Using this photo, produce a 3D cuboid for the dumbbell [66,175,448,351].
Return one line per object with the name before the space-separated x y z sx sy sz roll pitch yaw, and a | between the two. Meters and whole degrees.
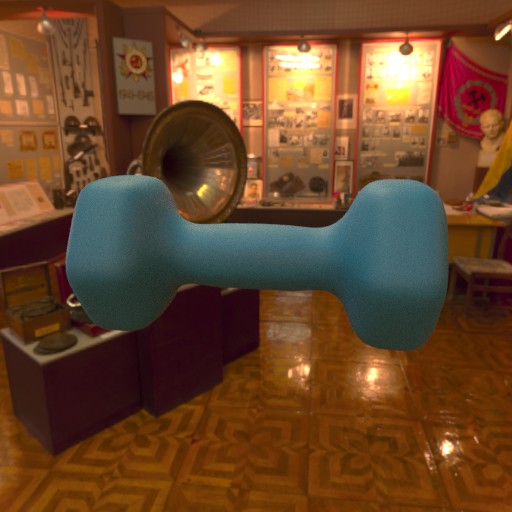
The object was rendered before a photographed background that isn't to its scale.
dumbbell | 0.000 0.000 0.193 0.152 0.066 0.074 3 16 9
